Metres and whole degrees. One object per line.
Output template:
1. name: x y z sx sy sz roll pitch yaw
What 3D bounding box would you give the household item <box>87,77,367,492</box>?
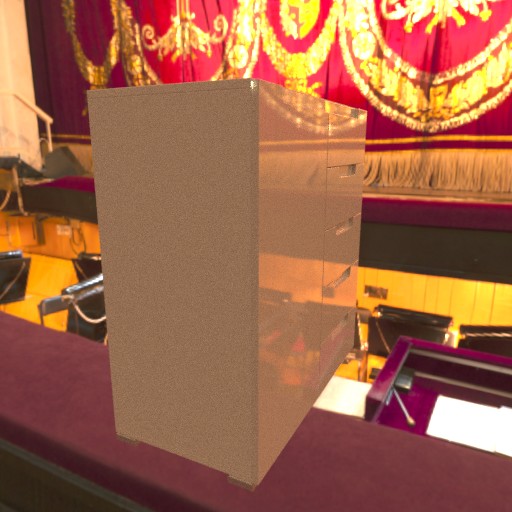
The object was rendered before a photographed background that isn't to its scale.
1. household item: 0.000 0.000 1.322 0.420 0.870 0.800 7 15 26
